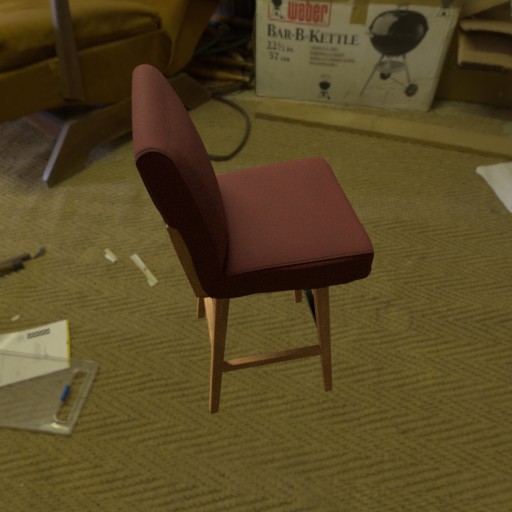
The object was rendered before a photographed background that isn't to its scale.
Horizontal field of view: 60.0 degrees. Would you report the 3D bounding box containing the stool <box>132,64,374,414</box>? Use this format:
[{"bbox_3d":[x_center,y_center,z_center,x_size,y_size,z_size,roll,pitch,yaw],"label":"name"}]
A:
[{"bbox_3d":[0.000,0.000,1.389,0.562,1.093,0.468,-8,47,-8],"label":"stool"}]
